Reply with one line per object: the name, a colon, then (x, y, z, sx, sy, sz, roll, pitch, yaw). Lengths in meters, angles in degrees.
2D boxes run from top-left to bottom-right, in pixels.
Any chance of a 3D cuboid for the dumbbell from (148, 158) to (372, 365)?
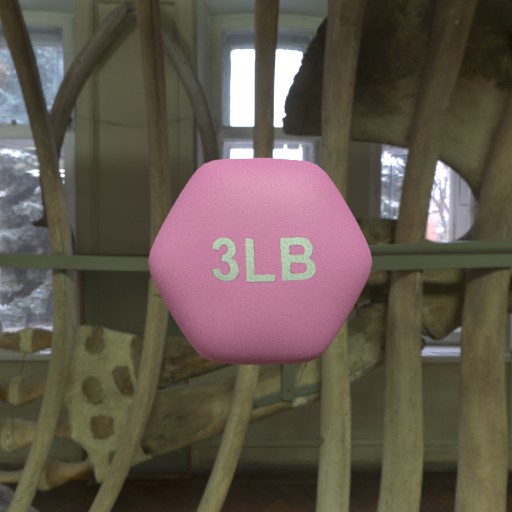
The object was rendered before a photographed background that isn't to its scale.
dumbbell: (0.000, 0.000, 0.191, 0.064, 0.058, 0.159, 0, 1, -1)
